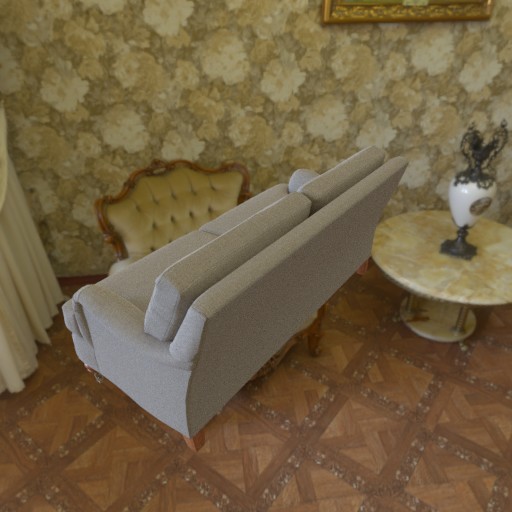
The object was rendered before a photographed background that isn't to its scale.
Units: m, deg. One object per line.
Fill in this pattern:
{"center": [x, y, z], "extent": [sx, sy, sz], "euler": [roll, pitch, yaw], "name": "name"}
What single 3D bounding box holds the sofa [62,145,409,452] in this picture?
{"center": [0.000, 0.000, 2.813], "extent": [1.087, 1.054, 2.160], "euler": [21, 37, 30], "name": "sofa"}
